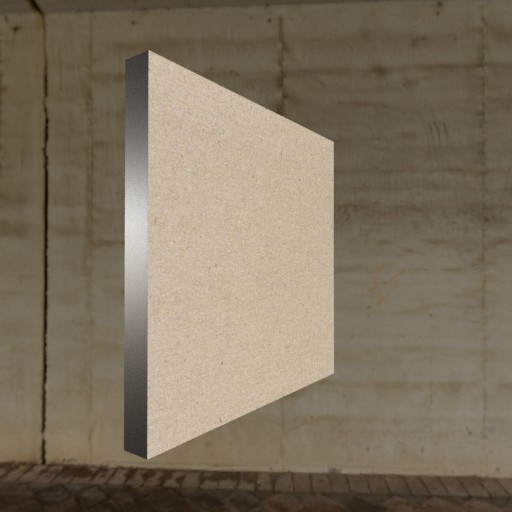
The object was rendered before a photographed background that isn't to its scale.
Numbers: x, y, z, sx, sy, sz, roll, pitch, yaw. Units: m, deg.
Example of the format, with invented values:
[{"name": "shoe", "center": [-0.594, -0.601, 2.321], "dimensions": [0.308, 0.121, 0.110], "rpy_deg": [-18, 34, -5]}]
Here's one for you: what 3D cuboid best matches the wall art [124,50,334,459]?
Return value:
[{"name": "wall art", "center": [0.000, 0.000, 0.485], "dimensions": [0.029, 0.318, 0.327], "rpy_deg": [-1, -1, 36]}]
